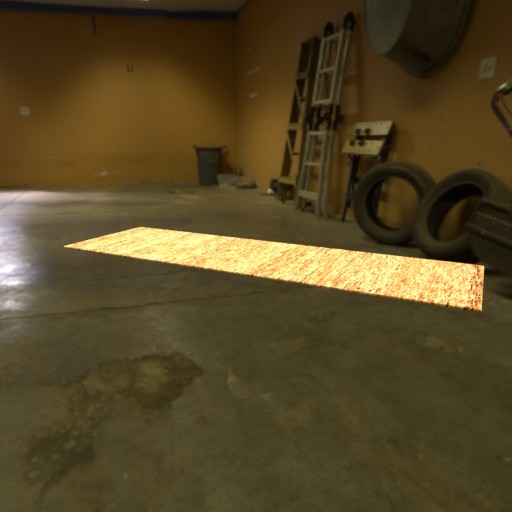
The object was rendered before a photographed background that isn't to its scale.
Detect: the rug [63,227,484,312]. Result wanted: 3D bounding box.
[{"bbox_3d":[0.000,0.000,2.437,2.237,0.014,0.680,7,17,26],"label":"rug"}]
